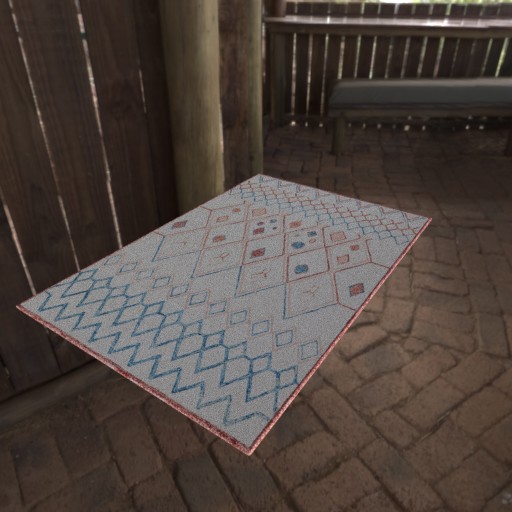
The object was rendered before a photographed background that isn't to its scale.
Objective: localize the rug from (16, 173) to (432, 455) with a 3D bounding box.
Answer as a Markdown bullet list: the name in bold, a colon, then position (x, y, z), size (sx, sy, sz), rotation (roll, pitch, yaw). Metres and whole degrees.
- **rug**: position (0.000, 0.000, 2.228), size (1.219, 0.016, 1.829), rotation (20, 37, 29)
